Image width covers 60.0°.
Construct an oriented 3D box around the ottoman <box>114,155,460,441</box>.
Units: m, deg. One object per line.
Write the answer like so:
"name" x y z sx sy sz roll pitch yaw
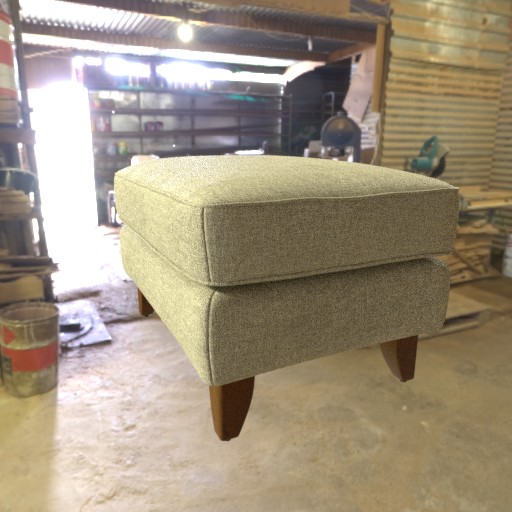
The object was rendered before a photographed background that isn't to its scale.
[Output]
"ottoman" 0.000 0.000 1.290 0.661 0.561 0.889 -7 16 -25
